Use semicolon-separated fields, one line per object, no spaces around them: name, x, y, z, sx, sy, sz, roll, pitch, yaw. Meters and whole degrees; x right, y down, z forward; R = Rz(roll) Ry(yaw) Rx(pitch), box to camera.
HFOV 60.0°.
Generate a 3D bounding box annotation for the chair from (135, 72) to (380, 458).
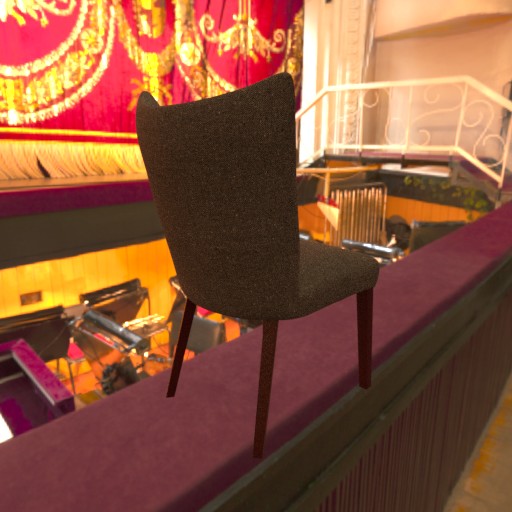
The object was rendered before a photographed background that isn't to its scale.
chair;0.000;0.000;1.297;0.535;0.924;0.623;14;21;43
